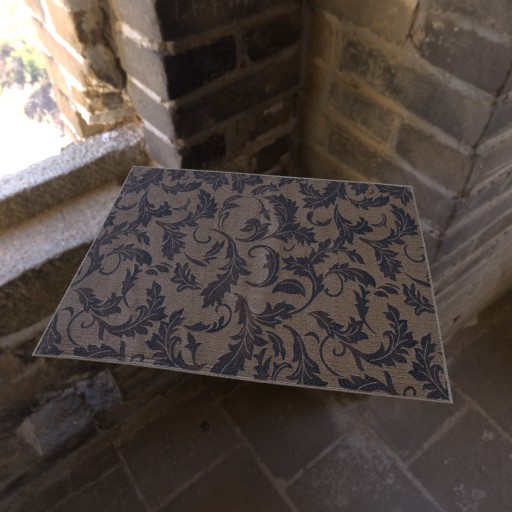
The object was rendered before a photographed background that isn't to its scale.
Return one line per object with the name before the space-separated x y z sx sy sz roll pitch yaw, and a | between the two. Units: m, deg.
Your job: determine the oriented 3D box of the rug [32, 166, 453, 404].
rug | 0.000 0.000 3.887 2.977 0.008 2.380 5 47 5
